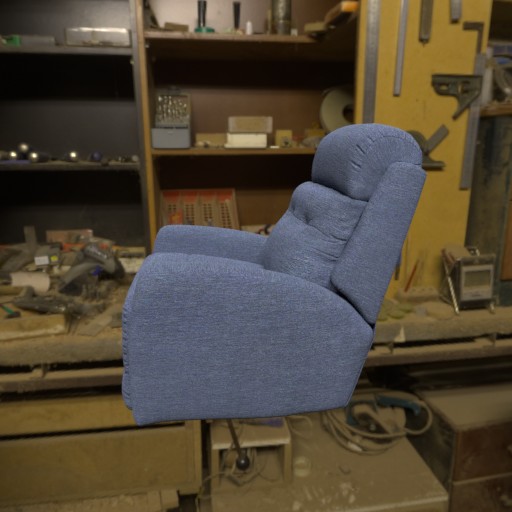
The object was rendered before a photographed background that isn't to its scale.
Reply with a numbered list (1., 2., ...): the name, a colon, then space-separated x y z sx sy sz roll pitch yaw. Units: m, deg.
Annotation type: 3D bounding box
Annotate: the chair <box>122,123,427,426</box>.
1. chair: 0.000 0.000 1.775 1.043 1.013 0.798 -2 15 -7
